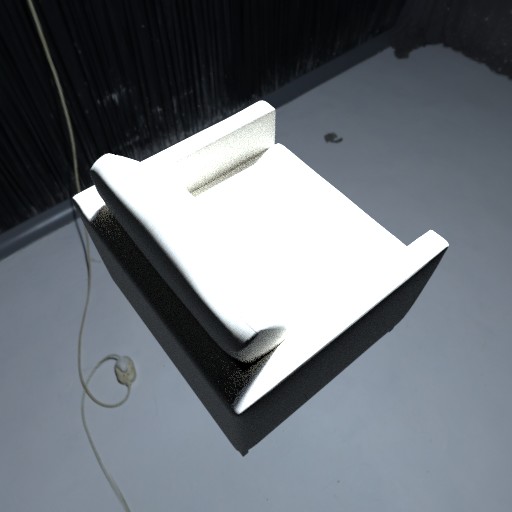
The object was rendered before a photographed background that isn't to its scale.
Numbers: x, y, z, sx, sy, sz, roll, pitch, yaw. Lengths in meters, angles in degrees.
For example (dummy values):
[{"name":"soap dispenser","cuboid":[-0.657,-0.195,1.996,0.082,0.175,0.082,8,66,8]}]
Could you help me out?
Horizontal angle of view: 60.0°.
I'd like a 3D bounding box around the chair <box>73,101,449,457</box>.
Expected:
[{"name":"chair","cuboid":[0.000,0.000,1.628,0.875,0.806,0.964,-33,62,-21]}]
